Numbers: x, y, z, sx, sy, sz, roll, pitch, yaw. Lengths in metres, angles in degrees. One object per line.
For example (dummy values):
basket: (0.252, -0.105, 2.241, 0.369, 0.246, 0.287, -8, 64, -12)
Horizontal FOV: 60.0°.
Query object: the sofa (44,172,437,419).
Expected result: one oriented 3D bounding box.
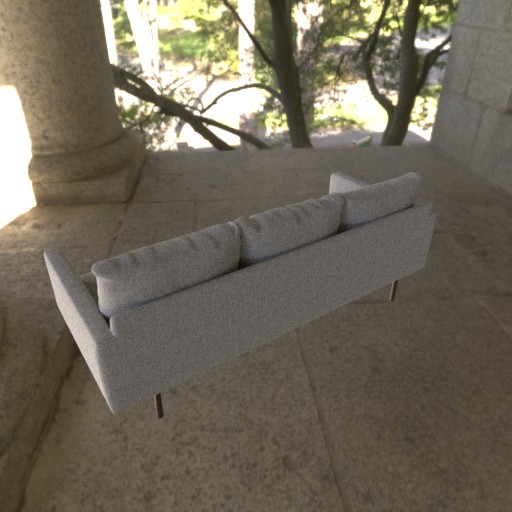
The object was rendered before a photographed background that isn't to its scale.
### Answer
sofa: (0.000, 0.000, 2.458, 2.000, 0.830, 0.850, -19, 36, -29)
